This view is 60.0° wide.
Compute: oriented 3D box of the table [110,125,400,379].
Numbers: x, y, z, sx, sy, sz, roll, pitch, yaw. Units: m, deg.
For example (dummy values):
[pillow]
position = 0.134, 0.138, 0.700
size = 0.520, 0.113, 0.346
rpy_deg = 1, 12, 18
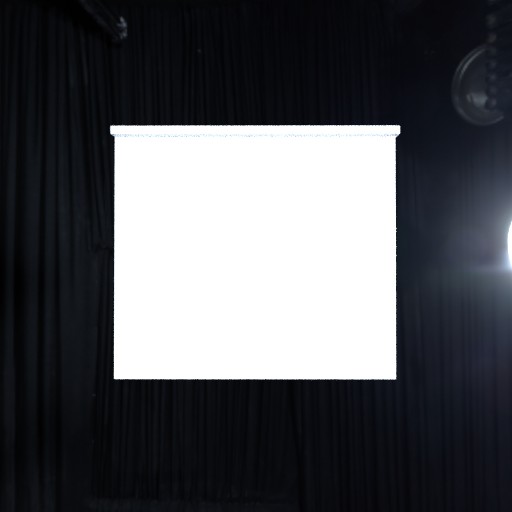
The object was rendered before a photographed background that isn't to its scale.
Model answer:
[table]
position = 0.000, 0.000, 1.262
size = 0.500, 0.441, 1.000
rpy_deg = 0, -1, 0
